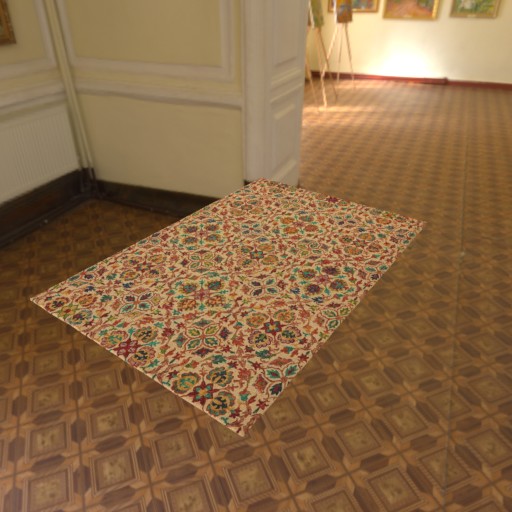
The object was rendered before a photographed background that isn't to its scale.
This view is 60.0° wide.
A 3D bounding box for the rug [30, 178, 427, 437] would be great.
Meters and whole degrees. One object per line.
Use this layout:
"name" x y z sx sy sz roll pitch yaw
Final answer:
"rug" 0.000 0.000 2.947 1.541 0.018 2.297 21 37 30
